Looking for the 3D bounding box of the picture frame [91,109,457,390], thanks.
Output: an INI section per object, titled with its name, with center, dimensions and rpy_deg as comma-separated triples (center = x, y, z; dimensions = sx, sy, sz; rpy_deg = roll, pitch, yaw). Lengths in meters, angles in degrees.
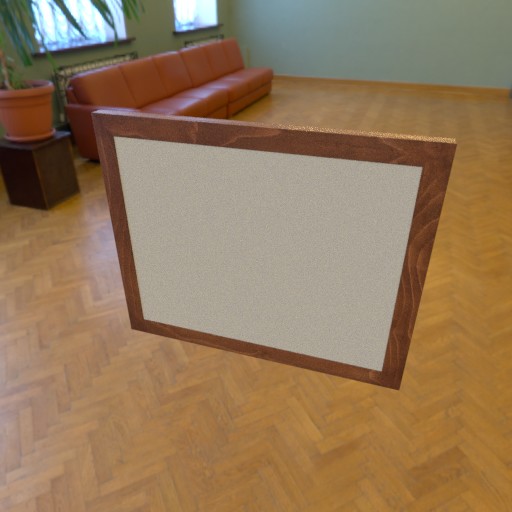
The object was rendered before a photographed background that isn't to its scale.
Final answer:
[picture frame]
center = 0.000, 0.000, 0.779
dimensions = 0.559, 0.457, 0.025
rpy_deg = 9, 32, 15
